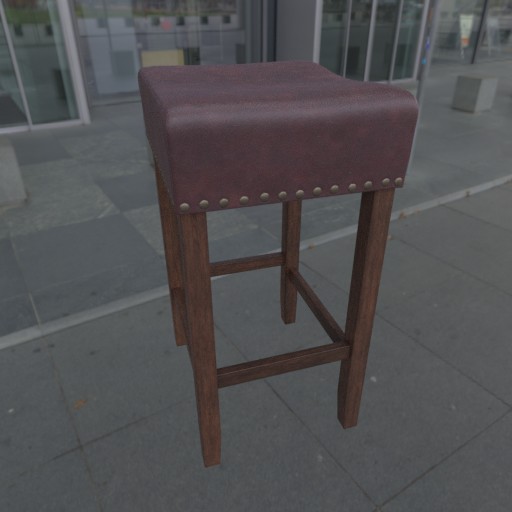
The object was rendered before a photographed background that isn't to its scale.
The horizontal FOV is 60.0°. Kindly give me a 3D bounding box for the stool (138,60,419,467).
[{"bbox_3d":[0.000,0.000,1.007,0.401,0.769,0.465,-9,31,-15],"label":"stool"}]
